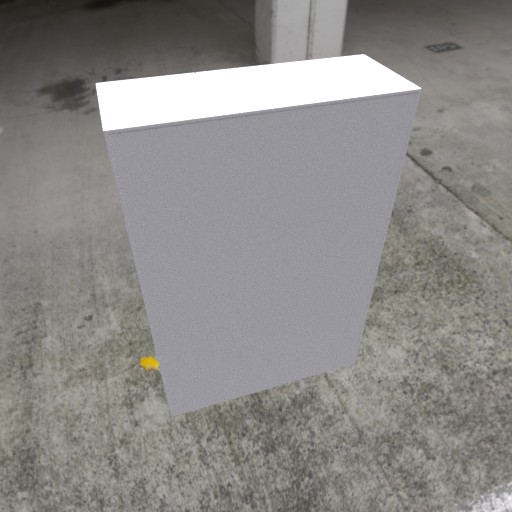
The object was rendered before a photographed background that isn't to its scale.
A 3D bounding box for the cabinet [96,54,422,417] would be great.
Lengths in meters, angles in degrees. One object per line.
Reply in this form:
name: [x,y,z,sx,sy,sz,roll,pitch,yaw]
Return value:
cabinet: [0.000,0.000,2.503,1.290,1.910,0.510,-12,42,-14]
